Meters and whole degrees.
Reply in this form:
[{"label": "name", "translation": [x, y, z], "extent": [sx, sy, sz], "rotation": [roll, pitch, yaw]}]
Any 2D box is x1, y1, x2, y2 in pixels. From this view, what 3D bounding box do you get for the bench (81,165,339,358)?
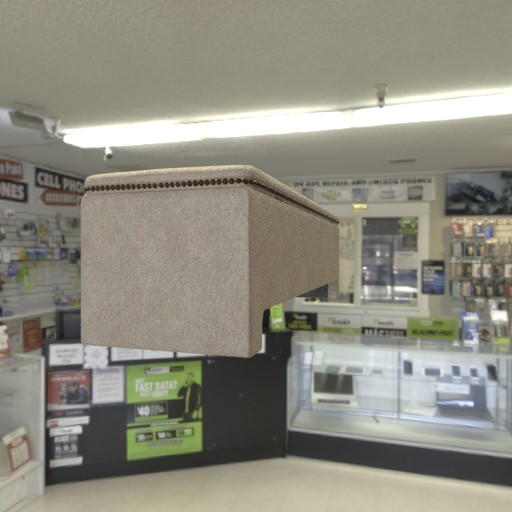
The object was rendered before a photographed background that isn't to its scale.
[{"label": "bench", "translation": [0.000, 0.000, 1.746], "extent": [0.470, 0.447, 1.482], "rotation": [0, 0, 18]}]
